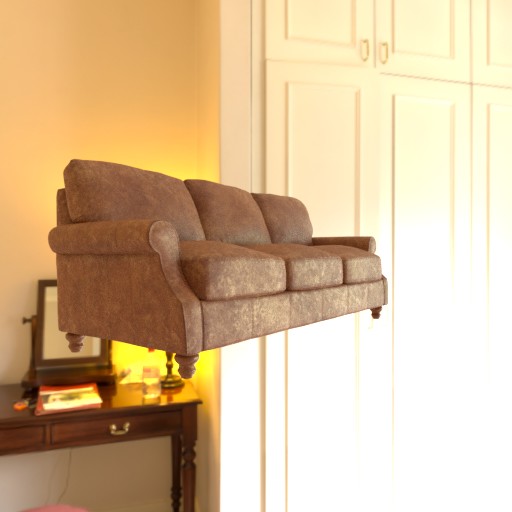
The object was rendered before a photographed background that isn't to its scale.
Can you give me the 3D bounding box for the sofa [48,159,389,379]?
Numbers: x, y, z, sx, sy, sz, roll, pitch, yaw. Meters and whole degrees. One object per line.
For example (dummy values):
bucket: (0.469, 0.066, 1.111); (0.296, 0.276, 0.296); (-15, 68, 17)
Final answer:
sofa: (0.000, 0.000, 2.841); (0.973, 0.977, 2.351); (0, 0, 37)
